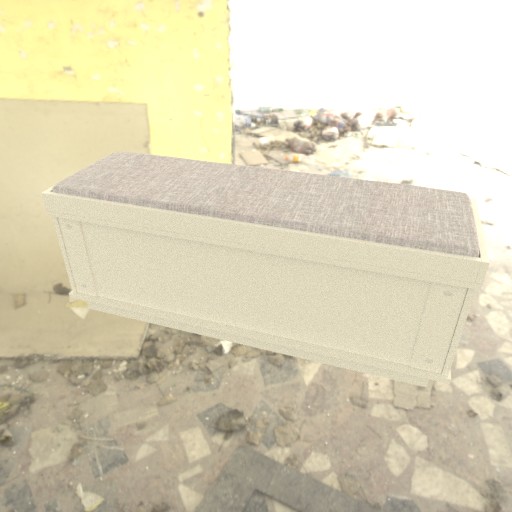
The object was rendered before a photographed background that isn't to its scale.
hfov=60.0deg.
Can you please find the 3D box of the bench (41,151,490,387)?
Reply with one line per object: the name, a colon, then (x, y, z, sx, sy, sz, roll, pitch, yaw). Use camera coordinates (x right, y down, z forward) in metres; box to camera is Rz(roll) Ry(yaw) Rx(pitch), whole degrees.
bench: (0.000, 0.000, 1.383, 1.196, 0.453, 0.363, 10, 33, 16)
